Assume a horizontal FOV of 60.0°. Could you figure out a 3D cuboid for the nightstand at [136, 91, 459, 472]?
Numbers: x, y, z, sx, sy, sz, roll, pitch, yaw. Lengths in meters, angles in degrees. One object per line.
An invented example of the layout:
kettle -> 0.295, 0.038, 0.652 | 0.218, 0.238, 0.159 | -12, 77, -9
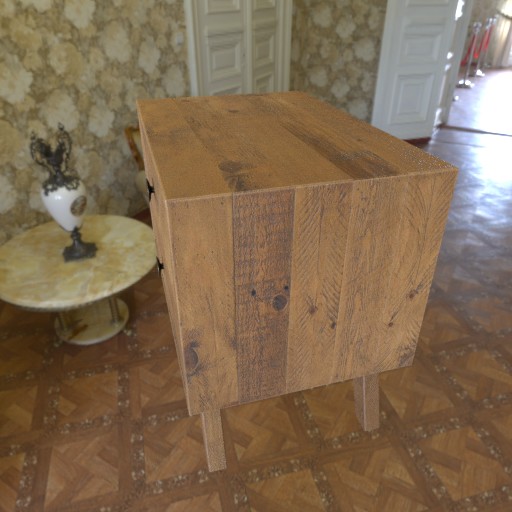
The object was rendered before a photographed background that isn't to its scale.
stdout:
nightstand -> 0.000, 0.000, 1.031 | 0.450, 0.599, 0.650 | -8, 32, -14
